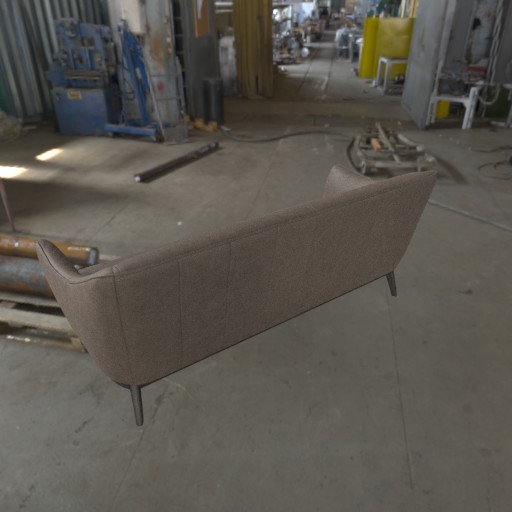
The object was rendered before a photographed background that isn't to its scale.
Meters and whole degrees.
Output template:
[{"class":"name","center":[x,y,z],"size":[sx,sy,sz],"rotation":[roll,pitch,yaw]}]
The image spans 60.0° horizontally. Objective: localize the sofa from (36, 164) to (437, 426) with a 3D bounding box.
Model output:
[{"class":"sofa","center":[0.000,0.000,2.321],"size":[1.928,0.831,0.869],"rotation":[-19,35,-30]}]
